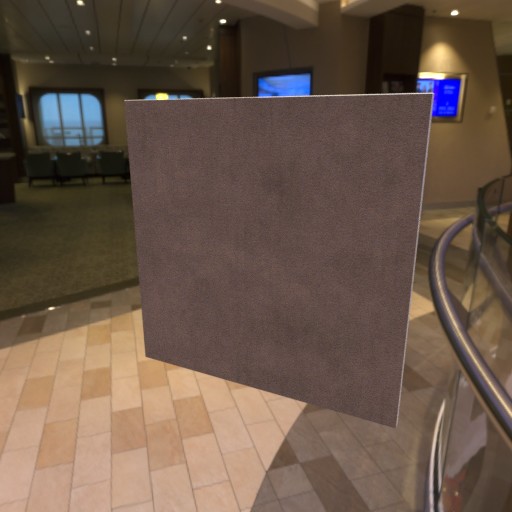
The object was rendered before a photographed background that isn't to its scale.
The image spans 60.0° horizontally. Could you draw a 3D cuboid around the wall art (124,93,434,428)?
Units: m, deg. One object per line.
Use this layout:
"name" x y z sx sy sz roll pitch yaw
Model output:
"wall art" 0.000 0.000 0.980 0.664 0.661 0.020 8 19 25
